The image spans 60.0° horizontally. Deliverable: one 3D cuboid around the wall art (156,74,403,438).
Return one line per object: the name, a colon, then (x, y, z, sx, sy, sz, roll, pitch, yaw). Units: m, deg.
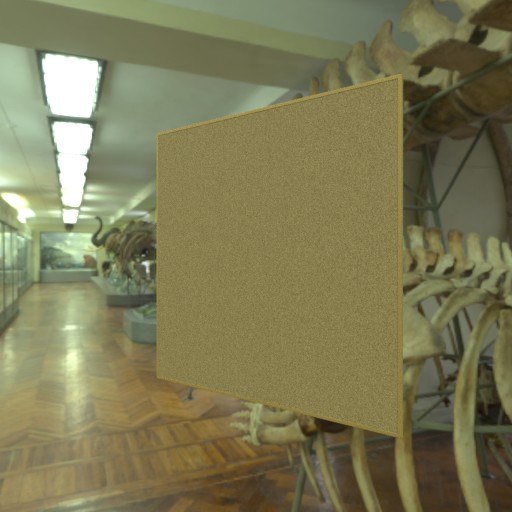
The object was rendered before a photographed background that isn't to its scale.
wall art: (0.000, 0.000, 1.457, 0.962, 0.959, 0.013, 0, 0, 37)
